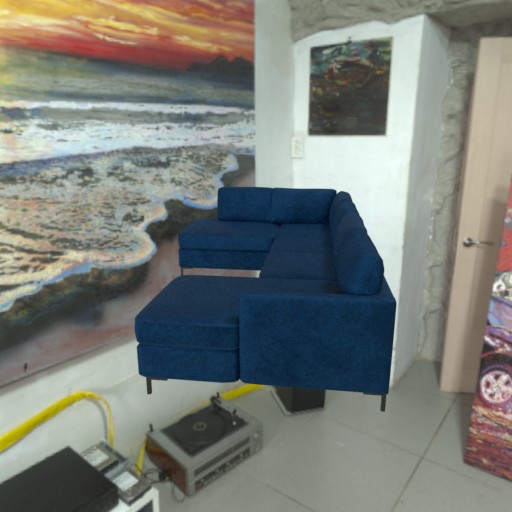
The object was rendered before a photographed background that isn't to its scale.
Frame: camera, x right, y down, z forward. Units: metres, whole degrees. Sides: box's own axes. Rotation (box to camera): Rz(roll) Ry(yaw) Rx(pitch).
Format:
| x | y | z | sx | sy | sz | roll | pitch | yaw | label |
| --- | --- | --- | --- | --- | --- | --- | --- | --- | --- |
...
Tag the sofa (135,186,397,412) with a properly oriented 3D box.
| x | y | z | sx | sy | sz | roll | pitch | yaw | label |
| --- | --- | --- | --- | --- | --- | --- | --- | --- | --- |
| 0.000 | 0.000 | 4.286 | 2.055 | 0.992 | 3.434 | 2 | 15 | 8 | sofa |
